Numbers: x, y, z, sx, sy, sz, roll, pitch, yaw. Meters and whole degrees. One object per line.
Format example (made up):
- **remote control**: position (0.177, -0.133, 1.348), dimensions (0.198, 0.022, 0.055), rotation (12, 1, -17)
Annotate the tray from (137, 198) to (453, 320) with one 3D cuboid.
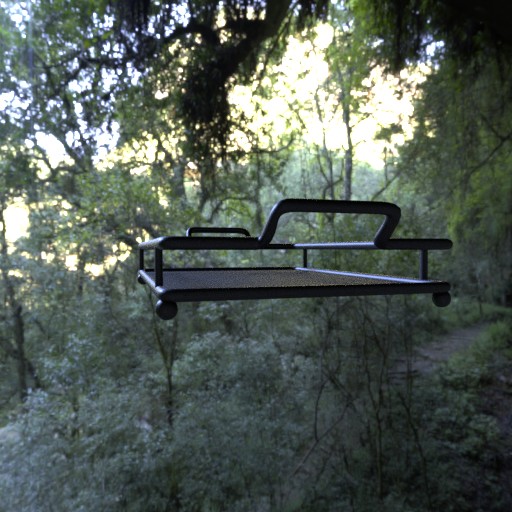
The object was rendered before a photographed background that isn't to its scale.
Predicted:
- **tray**: position (0.000, 0.000, 0.602), dimensions (0.297, 0.101, 0.495), rotation (0, 1, -17)
